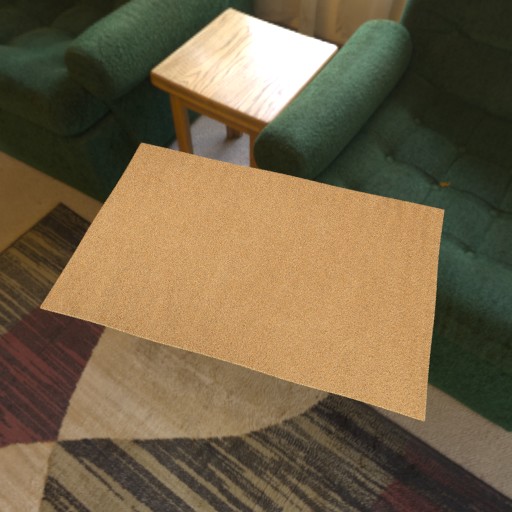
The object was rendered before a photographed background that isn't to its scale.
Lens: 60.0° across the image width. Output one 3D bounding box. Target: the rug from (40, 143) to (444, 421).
[{"bbox_3d":[0.000,0.000,2.956,2.346,0.025,1.500,14,59,9],"label":"rug"}]
